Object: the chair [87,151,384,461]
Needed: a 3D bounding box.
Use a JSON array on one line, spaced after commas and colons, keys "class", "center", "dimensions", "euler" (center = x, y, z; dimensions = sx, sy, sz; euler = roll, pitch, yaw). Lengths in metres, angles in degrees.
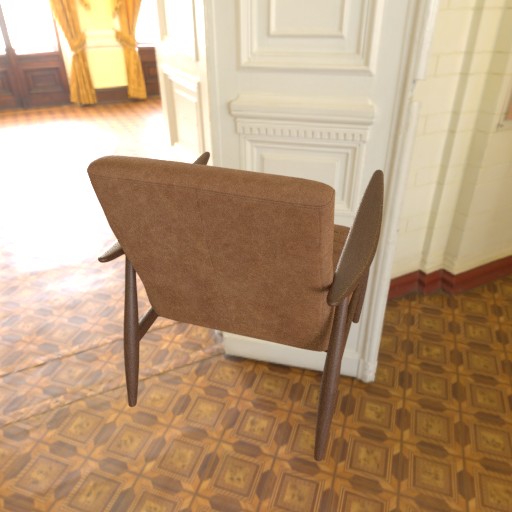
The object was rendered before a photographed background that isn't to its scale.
[{"class": "chair", "center": [0.000, 0.000, 1.432], "dimensions": [0.741, 0.832, 0.798], "euler": [10, 32, 15]}]
